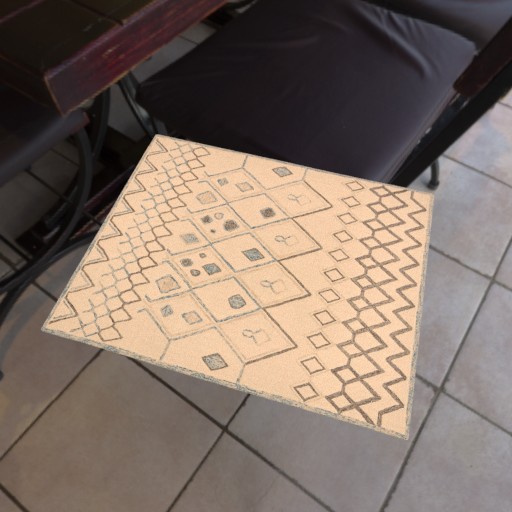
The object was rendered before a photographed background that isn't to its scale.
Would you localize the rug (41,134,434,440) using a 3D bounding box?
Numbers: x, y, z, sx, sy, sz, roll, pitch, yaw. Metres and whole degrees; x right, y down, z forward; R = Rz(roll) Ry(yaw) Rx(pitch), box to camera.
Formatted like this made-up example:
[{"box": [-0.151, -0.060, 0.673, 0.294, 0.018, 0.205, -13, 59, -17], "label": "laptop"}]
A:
[{"box": [0.000, 0.000, 4.112, 3.056, 0.013, 2.441, 14, 59, 9], "label": "rug"}]
